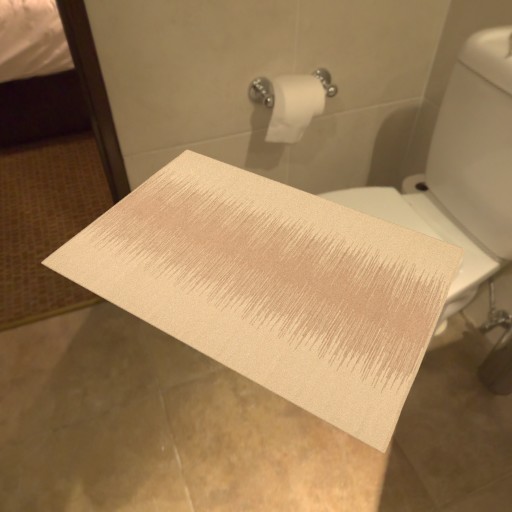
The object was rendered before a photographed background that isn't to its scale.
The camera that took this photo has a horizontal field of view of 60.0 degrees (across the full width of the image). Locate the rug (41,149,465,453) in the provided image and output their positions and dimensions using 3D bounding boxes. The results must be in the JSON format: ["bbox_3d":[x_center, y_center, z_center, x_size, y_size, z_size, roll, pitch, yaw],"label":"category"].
[{"bbox_3d":[0.000,0.000,2.316,1.850,0.006,1.234,24,50,21],"label":"rug"}]
